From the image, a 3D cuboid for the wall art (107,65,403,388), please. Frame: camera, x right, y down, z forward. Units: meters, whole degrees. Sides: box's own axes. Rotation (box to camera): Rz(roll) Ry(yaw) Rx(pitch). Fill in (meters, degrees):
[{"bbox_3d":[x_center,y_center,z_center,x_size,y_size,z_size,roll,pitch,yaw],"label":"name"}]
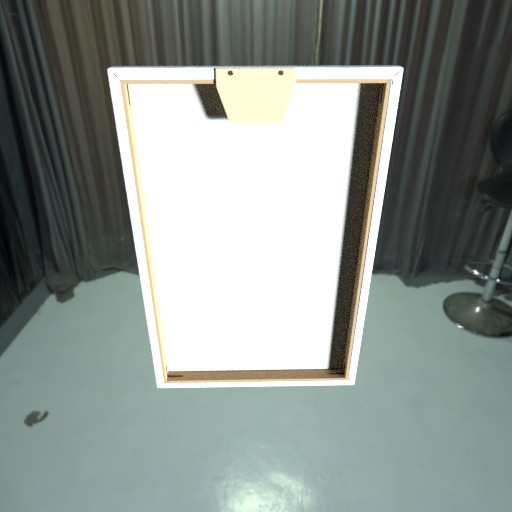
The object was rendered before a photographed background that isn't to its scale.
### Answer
[{"bbox_3d":[0.000,0.000,1.139,0.602,0.902,0.048,-1,30,-1],"label":"wall art"}]
